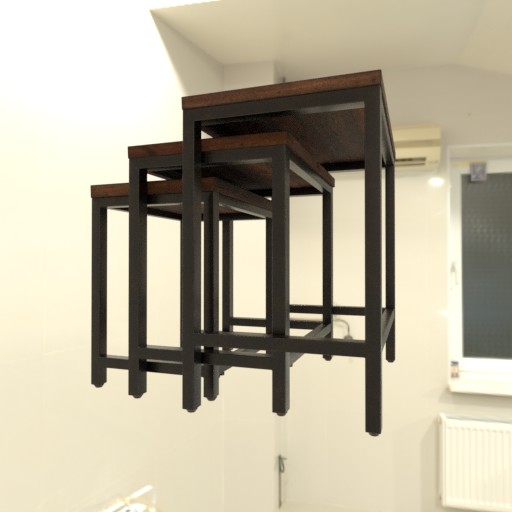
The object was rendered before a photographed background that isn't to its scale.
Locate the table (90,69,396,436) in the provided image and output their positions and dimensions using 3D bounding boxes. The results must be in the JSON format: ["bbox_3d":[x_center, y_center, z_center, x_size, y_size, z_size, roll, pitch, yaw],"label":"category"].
[{"bbox_3d":[0.000,0.000,1.132,0.660,0.616,0.608,0,-1,20],"label":"table"}]
